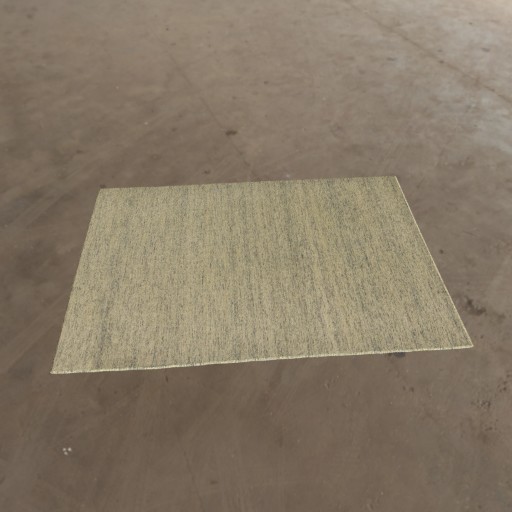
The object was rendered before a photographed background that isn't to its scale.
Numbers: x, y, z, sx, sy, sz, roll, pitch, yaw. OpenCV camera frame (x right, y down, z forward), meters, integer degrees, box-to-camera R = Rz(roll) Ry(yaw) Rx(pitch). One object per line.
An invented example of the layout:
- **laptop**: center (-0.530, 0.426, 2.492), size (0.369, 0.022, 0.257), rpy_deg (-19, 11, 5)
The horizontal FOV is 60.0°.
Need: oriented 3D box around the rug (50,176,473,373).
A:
- **rug**: center (0.000, 0.000, 2.333), size (1.846, 0.014, 1.243), rpy_deg (-3, 48, -3)
